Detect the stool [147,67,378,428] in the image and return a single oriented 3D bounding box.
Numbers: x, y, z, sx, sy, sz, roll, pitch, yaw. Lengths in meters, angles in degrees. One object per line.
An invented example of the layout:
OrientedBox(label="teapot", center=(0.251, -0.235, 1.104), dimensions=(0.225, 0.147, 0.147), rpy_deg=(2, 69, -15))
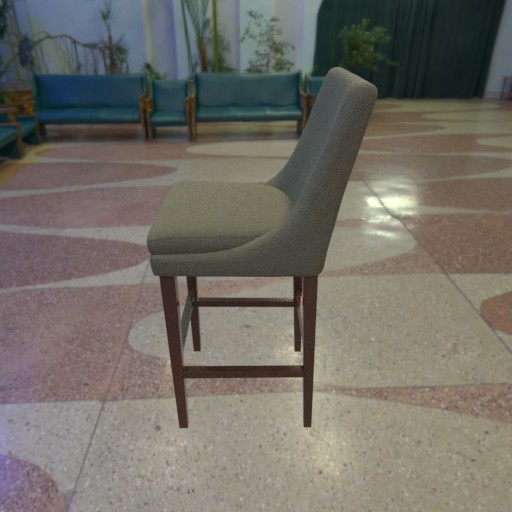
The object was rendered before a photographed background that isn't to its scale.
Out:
OrientedBox(label="stool", center=(0.000, 0.000, 1.409), dimensions=(0.577, 1.078, 0.470), rpy_deg=(0, 28, 0))
